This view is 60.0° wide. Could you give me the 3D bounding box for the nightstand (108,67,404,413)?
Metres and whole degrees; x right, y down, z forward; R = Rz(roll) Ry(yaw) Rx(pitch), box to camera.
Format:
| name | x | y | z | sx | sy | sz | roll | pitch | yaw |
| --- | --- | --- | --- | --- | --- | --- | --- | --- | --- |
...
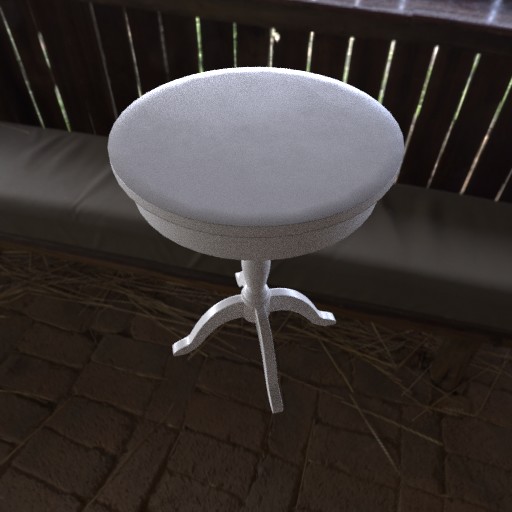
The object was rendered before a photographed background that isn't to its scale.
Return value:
| name | x | y | z | sx | sy | sz | roll | pitch | yaw |
| --- | --- | --- | --- | --- | --- | --- | --- | --- | --- |
| nightstand | 0.000 | 0.000 | 1.021 | 0.513 | 0.653 | 0.513 | -3 | 46 | -3 |
